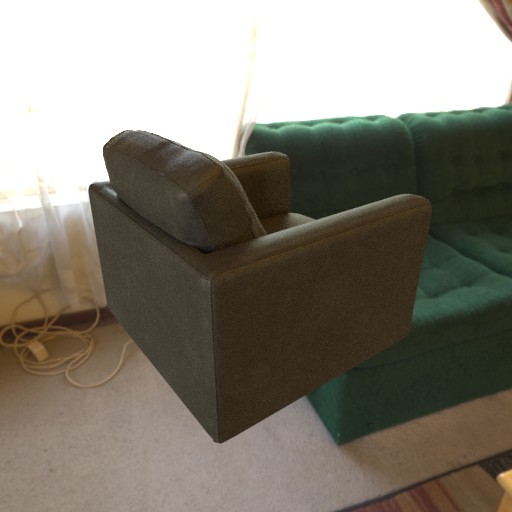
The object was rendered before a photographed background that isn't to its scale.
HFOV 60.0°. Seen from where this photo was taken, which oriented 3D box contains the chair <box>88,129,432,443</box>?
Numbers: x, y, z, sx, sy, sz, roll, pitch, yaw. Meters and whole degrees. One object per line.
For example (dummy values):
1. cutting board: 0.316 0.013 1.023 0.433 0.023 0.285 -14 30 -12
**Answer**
1. chair: 0.000 0.000 1.581 0.879 0.898 0.831 -19 32 -32
